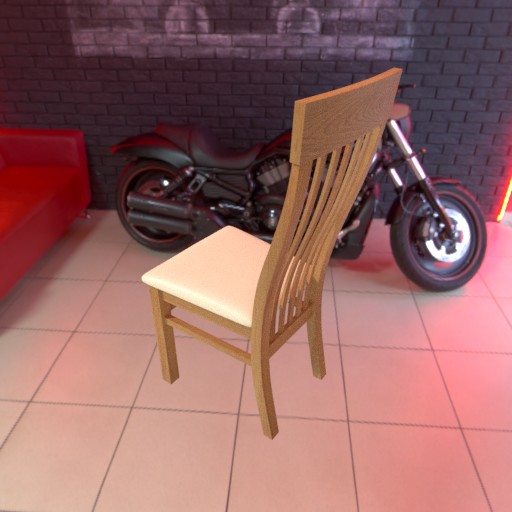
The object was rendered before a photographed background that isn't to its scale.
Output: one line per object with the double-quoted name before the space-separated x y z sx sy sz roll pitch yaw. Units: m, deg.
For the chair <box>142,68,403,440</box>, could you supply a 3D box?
"chair" 0.000 0.000 1.338 0.580 1.050 0.450 21 38 31
